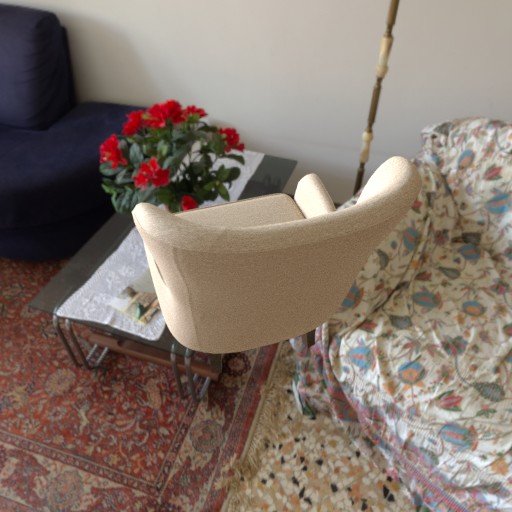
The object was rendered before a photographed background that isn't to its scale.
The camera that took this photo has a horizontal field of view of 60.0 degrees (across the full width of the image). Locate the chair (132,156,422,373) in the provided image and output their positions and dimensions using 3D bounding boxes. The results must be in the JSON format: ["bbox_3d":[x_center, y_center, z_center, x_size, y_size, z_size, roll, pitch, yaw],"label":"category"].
[{"bbox_3d":[0.000,0.000,1.796,0.861,1.064,0.984,-13,45,-13],"label":"chair"}]
